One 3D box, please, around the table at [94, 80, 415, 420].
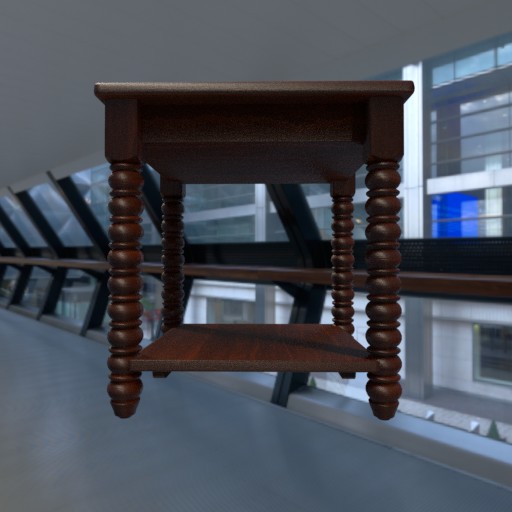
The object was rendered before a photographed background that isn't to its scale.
[{"bbox_3d":[0.000,0.000,0.972,0.533,0.567,0.500,0,-1,1],"label":"table"}]
